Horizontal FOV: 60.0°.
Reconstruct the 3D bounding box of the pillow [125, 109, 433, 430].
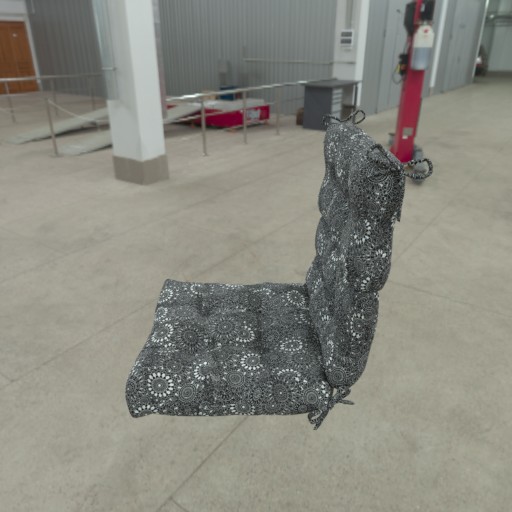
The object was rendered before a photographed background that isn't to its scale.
[{"bbox_3d":[0.000,0.000,1.040,0.571,0.605,0.519,0,26,0],"label":"pillow"}]
